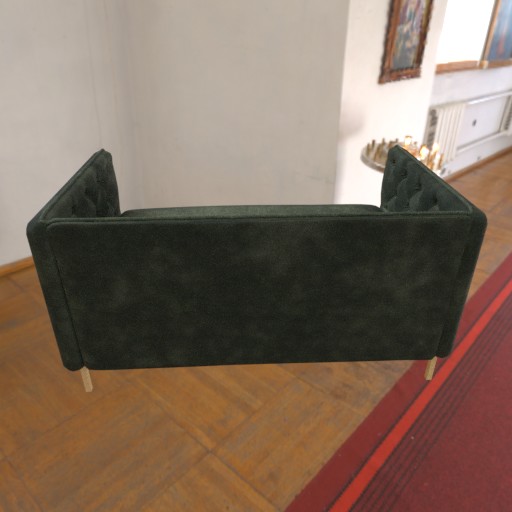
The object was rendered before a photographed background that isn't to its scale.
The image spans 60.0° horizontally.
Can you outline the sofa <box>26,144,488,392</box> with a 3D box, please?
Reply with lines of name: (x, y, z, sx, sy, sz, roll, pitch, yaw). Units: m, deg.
sofa: (0.000, 0.000, 1.983, 1.537, 0.768, 0.895, -1, 29, -2)
